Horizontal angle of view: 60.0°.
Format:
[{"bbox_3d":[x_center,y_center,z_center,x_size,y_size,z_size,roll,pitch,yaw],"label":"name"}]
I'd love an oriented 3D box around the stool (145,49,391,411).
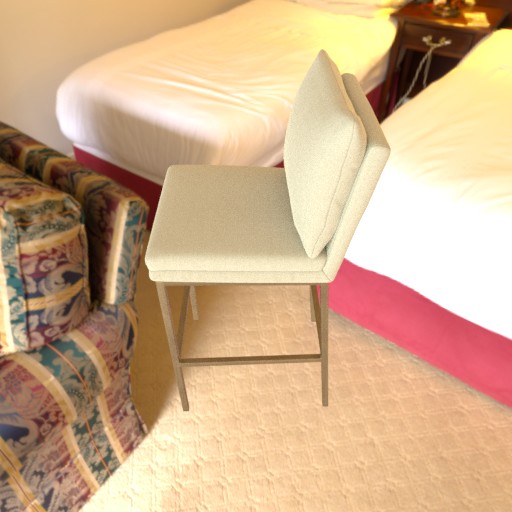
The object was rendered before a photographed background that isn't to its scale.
[{"bbox_3d":[0.000,0.000,1.415,0.572,1.125,0.463,-1,43,-1],"label":"stool"}]
